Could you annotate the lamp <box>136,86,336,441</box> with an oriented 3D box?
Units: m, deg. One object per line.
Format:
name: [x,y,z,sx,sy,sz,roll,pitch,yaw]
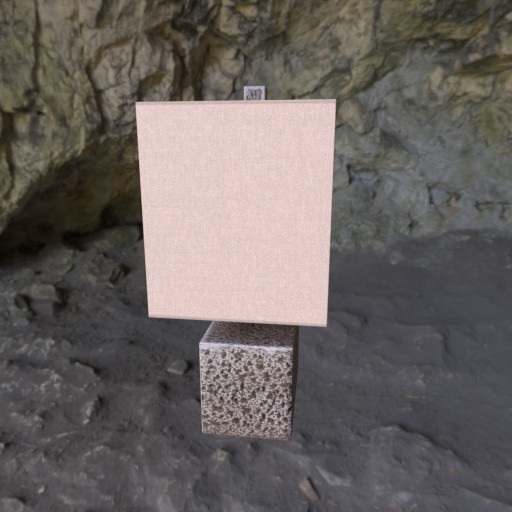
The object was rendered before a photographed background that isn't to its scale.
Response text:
lamp: [0.000,0.000,0.574,0.180,0.411,0.294,2,14,8]
